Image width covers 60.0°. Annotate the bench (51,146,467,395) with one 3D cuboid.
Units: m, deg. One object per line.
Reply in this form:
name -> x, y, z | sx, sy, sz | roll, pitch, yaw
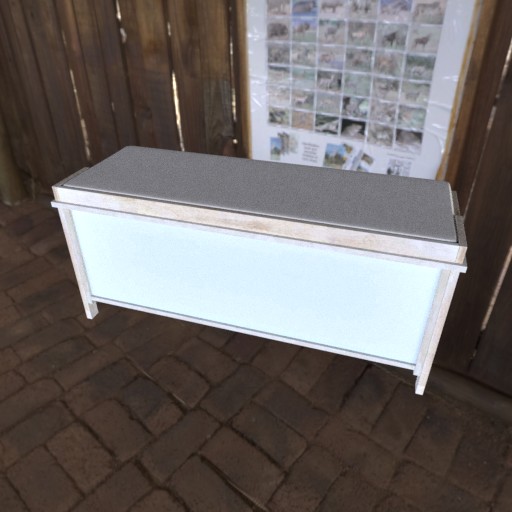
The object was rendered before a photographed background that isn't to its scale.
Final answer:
bench -> 0.000, 0.000, 1.429 | 1.140, 0.501, 0.398 | 10, 34, 15
